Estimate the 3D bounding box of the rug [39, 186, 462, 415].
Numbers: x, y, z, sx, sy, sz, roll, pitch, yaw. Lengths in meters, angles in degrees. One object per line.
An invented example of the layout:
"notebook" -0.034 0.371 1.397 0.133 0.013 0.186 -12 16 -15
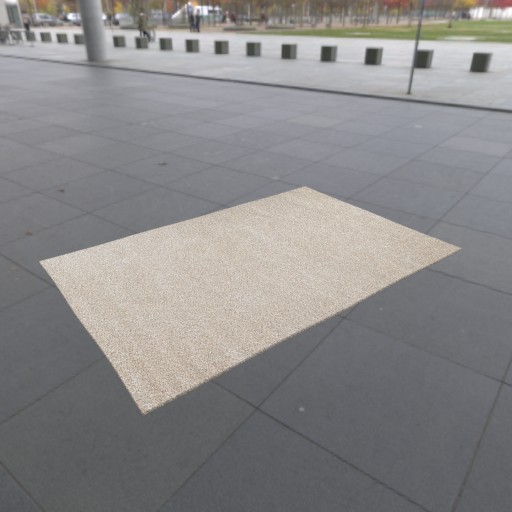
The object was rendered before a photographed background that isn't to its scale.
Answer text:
"rug" 0.000 0.000 3.400 2.699 0.025 1.800 -20 35 -32
